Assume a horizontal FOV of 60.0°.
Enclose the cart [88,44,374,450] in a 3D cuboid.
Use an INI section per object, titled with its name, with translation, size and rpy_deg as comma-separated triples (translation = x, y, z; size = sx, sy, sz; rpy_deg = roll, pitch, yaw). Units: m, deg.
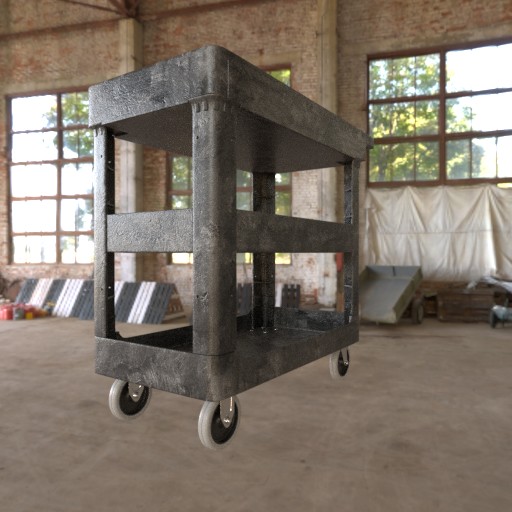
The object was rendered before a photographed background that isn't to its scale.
[cart]
translation = 0.000, 0.000, 1.324
size = 0.420, 0.824, 0.877
rpy_deg = 0, 1, 35
